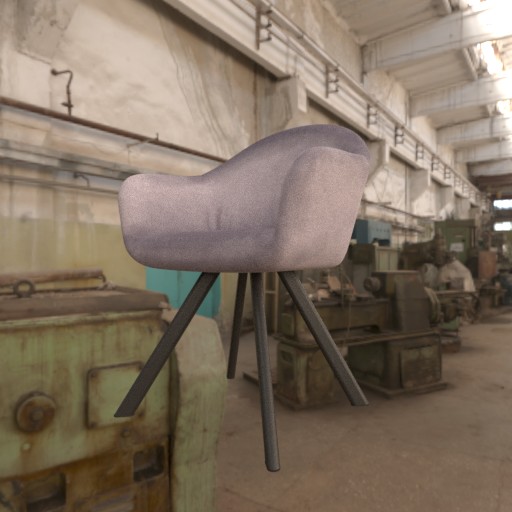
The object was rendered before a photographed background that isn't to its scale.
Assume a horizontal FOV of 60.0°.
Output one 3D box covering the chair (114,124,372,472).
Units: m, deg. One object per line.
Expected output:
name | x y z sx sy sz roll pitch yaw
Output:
chair | 0.000 0.000 1.156 0.570 0.780 0.540 0 1 36
